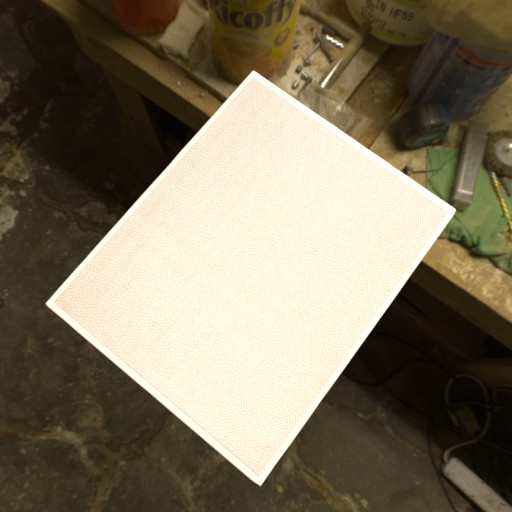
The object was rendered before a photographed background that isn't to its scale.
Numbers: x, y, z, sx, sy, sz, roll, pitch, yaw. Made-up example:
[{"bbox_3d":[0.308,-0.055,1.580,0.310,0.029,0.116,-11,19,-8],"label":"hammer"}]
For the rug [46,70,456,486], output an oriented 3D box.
[{"bbox_3d":[0.000,0.000,4.041,2.423,0.019,3.009,37,79,8],"label":"rug"}]
